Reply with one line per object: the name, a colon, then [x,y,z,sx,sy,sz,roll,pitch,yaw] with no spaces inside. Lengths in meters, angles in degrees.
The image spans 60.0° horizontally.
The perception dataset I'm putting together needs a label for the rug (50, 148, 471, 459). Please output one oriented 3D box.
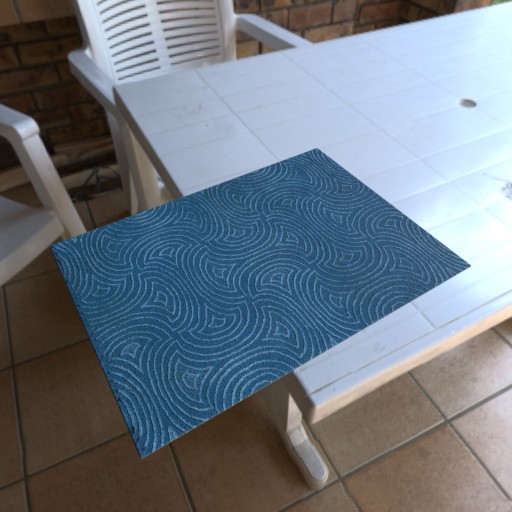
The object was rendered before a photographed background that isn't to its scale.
rug: [0.000,0.000,2.771,2.144,0.015,1.543,-24,51,-22]
